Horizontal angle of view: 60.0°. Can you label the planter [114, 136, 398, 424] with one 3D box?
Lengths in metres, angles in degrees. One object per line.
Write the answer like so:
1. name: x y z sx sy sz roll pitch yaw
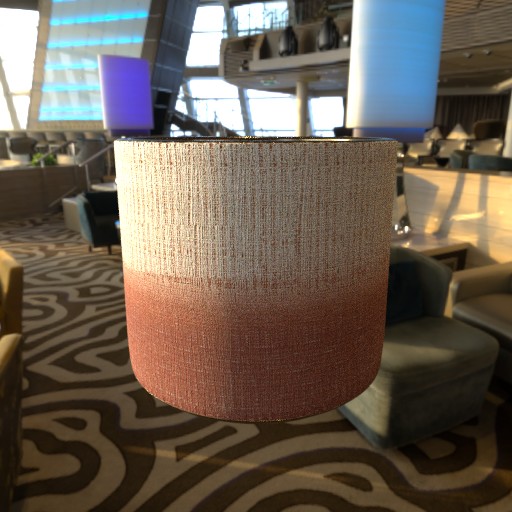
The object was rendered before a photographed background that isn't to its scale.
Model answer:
1. planter: 0.000 0.000 0.306 0.178 0.157 0.178 0 16 0
